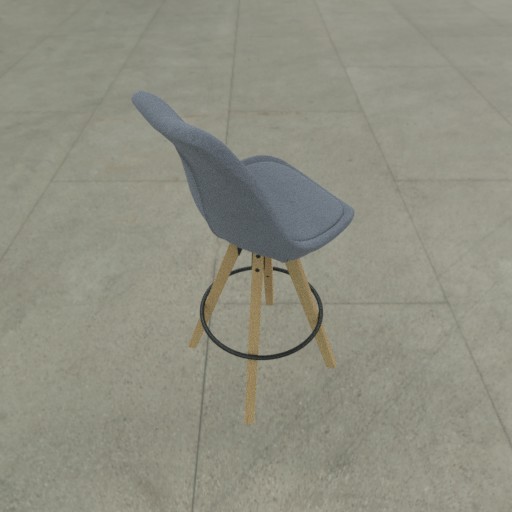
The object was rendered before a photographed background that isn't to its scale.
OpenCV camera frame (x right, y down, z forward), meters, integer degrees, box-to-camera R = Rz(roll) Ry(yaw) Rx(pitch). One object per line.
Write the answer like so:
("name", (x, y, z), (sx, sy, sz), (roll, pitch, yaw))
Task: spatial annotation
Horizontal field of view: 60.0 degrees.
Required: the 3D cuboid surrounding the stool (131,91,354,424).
("stool", (0.000, 0.000, 1.449), (0.550, 1.115, 0.485), (-26, 48, -26))
